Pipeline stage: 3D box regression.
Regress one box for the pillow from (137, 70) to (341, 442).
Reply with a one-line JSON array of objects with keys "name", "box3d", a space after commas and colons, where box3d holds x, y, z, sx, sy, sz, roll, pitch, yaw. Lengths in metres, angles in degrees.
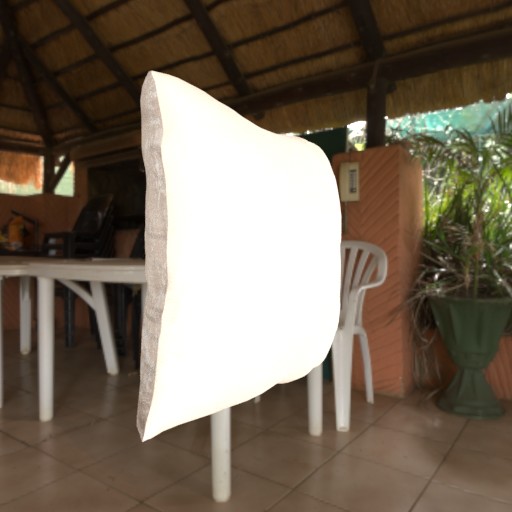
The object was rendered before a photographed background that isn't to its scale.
[{"name": "pillow", "box3d": [0.000, 0.000, 0.707, 0.245, 0.448, 0.450, 0, 1, 35]}]
